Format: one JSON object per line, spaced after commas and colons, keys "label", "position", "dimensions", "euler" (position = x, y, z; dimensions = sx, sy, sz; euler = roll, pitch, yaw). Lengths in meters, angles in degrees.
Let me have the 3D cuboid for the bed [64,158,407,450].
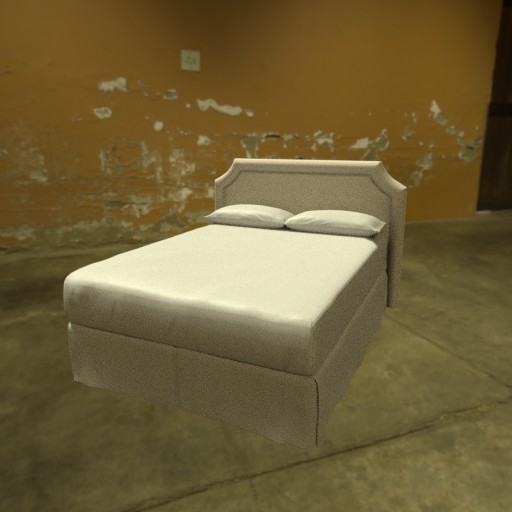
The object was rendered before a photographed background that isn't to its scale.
{"label": "bed", "position": [0.000, 0.000, 3.248], "dimensions": [1.828, 1.297, 2.164], "euler": [7, 16, 24]}
